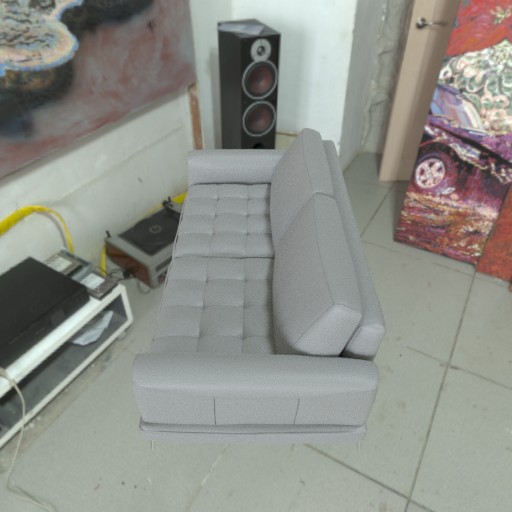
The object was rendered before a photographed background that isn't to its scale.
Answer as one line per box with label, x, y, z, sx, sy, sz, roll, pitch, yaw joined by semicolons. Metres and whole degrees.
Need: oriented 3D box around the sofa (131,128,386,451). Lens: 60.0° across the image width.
sofa;0.000;0.000;2.743;1.121;0.930;2.177;0;40;0
